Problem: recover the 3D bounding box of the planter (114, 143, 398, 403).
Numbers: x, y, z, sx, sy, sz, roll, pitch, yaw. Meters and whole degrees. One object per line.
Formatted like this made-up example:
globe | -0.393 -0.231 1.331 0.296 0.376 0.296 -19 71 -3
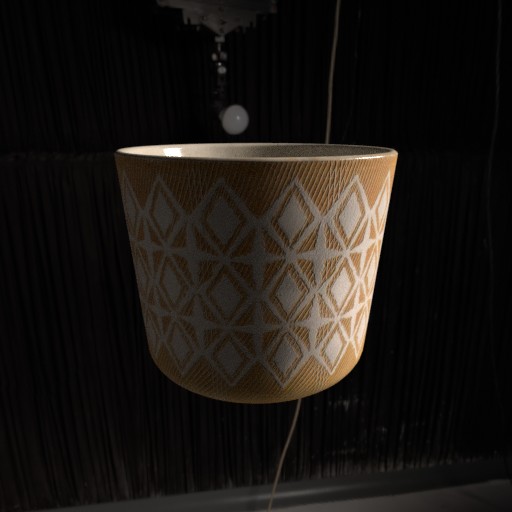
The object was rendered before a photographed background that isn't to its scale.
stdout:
planter | 0.000 0.000 0.221 0.126 0.104 0.126 0 16 0
